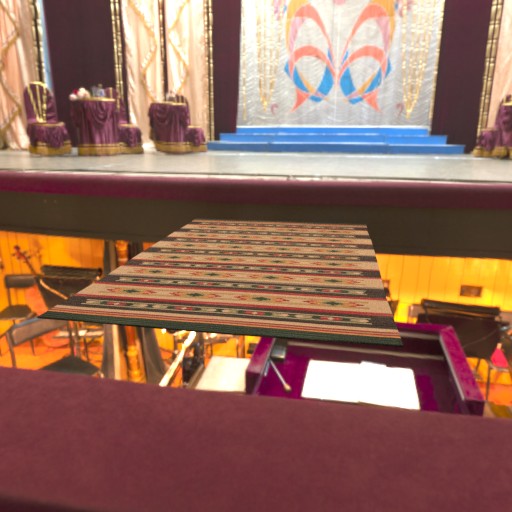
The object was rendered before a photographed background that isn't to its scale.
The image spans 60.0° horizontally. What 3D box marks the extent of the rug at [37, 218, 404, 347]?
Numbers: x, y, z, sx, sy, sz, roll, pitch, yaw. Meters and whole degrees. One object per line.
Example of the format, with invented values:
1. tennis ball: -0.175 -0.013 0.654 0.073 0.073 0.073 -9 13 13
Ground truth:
1. rug: 0.000 0.000 2.287 1.221 0.009 1.825 3 16 10
